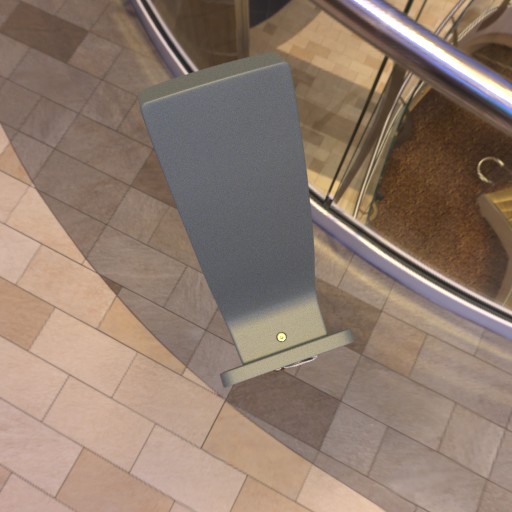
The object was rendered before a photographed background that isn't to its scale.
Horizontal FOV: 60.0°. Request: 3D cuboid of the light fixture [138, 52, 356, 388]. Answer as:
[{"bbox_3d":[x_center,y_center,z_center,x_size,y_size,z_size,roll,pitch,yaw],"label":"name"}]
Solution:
[{"bbox_3d":[0.000,0.000,0.330,0.108,0.243,0.174,-18,76,-5],"label":"light fixture"}]
